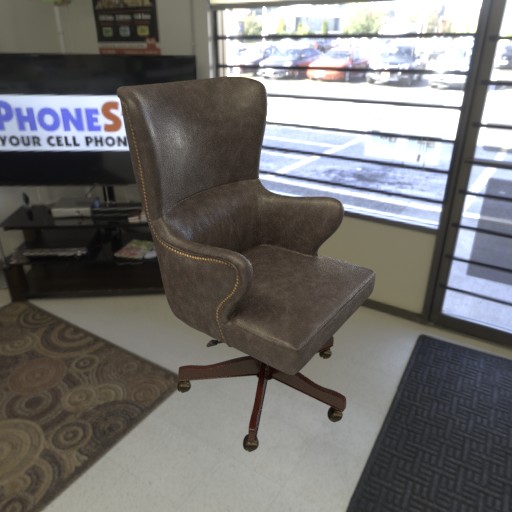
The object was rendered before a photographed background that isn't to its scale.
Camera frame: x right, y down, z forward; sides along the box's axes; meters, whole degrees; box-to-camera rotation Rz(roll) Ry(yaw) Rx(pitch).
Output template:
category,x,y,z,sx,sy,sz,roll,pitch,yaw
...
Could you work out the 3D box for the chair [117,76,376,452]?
category,x,y,z,sx,sy,sz,roll,pitch,yaw
chair,0.000,0.000,1.440,0.717,1.037,0.594,18,31,32
